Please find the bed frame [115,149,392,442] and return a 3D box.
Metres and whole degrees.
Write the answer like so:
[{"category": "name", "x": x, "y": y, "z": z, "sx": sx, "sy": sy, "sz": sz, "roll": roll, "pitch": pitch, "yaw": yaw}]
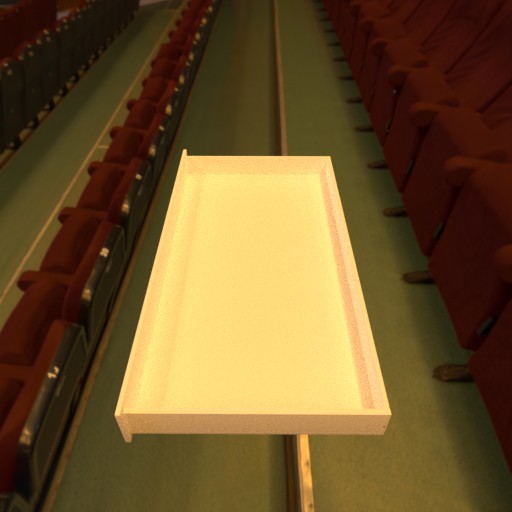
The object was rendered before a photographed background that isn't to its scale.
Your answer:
[{"category": "bed frame", "x": 0.000, "y": 0.000, "z": 1.587, "sx": 0.670, "sy": 0.141, "sz": 1.300, "roll": 0, "pitch": 42, "yaw": 0}]
